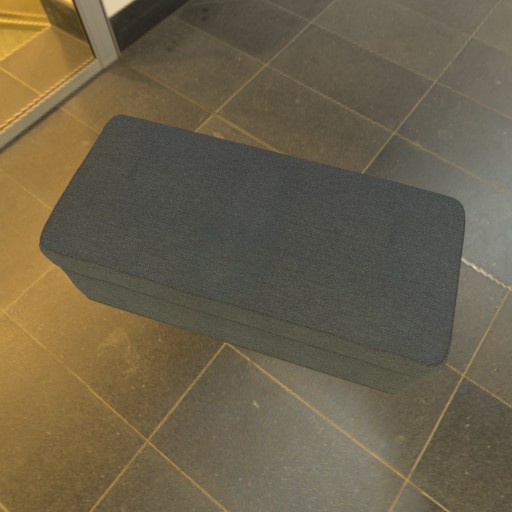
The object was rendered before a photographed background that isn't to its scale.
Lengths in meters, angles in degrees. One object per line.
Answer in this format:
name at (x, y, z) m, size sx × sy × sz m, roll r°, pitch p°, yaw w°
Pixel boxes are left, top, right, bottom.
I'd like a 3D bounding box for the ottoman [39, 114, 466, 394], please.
ottoman at (0.000, 0.000, 1.389) m, size 1.110 × 0.460 × 0.515 m, roll 16°, pitch 65°, yaw 8°
